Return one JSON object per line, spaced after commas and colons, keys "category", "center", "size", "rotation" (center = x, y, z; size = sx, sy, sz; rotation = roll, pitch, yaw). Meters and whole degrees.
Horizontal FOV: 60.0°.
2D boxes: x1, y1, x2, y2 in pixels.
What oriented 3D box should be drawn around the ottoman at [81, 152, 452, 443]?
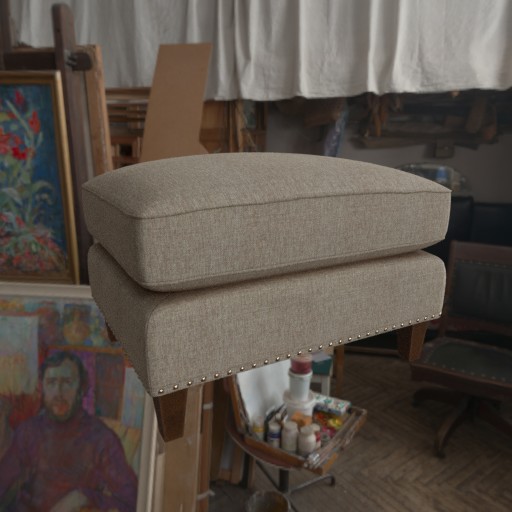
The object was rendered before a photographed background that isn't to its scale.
{"category": "ottoman", "center": [0.000, 0.000, 1.130], "size": [0.741, 0.513, 0.584], "rotation": [-8, 17, -28]}
